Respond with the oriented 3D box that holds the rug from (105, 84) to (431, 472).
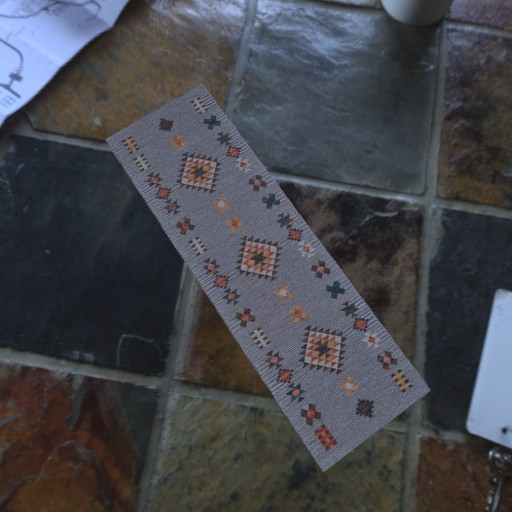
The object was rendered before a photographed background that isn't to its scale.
[{"bbox_3d":[0.000,0.000,2.726,0.766,0.008,2.432,-33,78,-8],"label":"rug"}]
